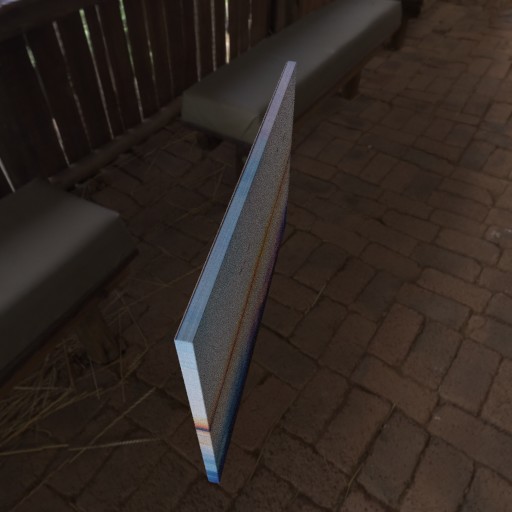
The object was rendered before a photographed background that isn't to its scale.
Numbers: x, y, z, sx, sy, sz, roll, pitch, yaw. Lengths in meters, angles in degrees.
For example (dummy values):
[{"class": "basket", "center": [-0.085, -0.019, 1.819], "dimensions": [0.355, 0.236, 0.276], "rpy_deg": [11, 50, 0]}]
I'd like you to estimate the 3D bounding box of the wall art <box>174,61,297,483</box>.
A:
[{"class": "wall art", "center": [0.000, 0.000, 1.405], "dimensions": [0.034, 0.756, 1.137], "rpy_deg": [9, 47, 9]}]
